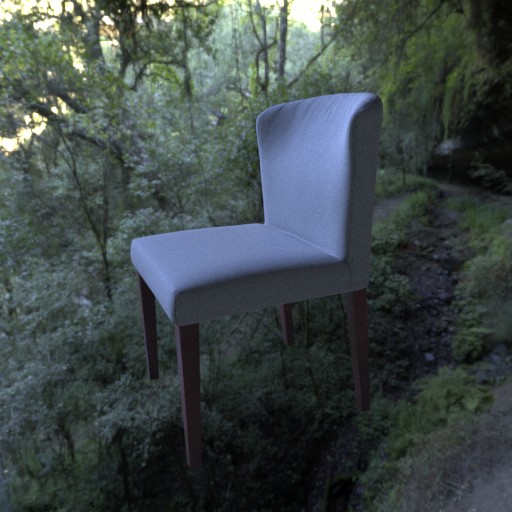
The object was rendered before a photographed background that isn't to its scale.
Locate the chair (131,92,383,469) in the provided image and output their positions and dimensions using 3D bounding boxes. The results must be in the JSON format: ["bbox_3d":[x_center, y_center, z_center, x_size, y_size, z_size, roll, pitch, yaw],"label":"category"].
[{"bbox_3d":[0.000,0.000,1.195,0.592,0.839,0.491,-8,19,-24],"label":"chair"}]
